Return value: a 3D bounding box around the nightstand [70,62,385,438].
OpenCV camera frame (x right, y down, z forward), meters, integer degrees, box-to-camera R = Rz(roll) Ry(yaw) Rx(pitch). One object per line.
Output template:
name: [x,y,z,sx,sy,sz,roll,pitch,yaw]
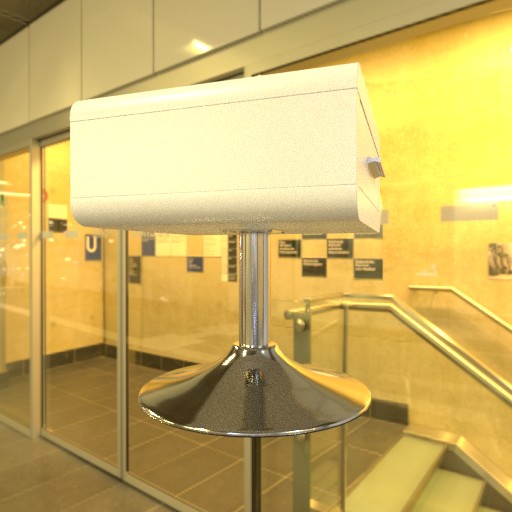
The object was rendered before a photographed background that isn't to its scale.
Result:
nightstand: [0.000,0.000,0.733,0.404,0.447,0.399,0,0,19]
